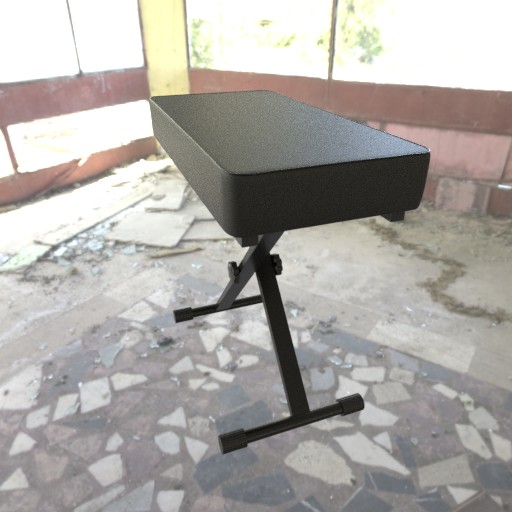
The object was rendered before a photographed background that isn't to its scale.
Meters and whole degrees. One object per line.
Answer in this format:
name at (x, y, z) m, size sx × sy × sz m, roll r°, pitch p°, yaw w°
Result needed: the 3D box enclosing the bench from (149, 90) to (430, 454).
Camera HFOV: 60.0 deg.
bench at (0.000, 0.000, 0.920) m, size 0.300 × 0.561 × 0.600 m, roll -10°, pitch 30°, yaw -18°
